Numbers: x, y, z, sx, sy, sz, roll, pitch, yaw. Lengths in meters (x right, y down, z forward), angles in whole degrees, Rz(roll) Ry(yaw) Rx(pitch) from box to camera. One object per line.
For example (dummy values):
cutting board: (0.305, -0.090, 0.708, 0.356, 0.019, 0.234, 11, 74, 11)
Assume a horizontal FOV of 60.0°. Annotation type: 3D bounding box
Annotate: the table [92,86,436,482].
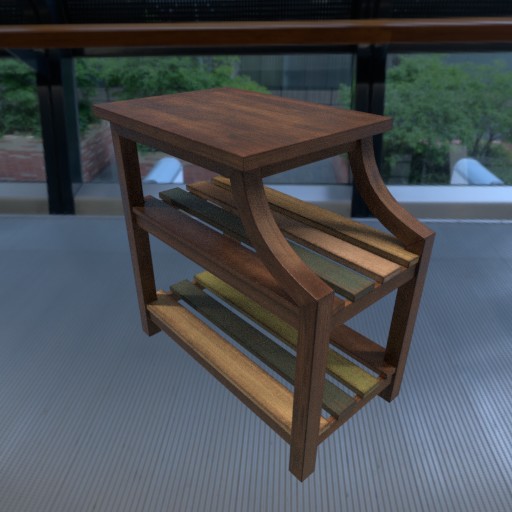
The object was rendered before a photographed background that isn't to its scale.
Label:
table: (0.000, 0.000, 0.952, 0.356, 0.584, 0.609, -24, 37, -35)
